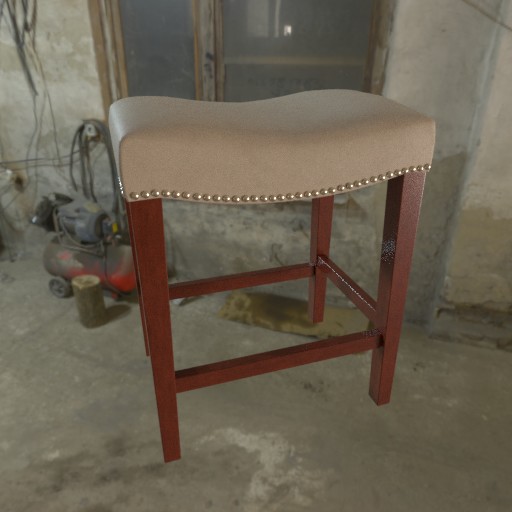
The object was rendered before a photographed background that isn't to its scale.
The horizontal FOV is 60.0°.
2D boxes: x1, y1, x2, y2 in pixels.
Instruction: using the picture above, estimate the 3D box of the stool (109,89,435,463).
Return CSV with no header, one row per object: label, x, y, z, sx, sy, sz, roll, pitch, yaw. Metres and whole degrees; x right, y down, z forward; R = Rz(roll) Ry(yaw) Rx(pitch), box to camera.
stool,0.000,0.000,0.924,0.509,0.632,0.375,-8,27,-16
